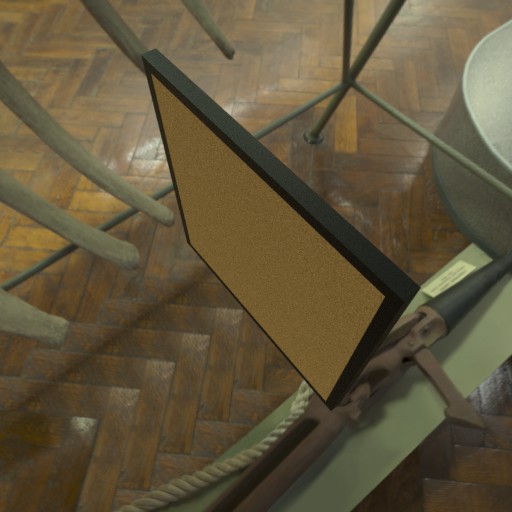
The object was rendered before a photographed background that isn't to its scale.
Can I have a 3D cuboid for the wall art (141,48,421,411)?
[{"bbox_3d":[0.000,0.000,1.151,0.038,0.762,0.762,-34,65,-19],"label":"wall art"}]
